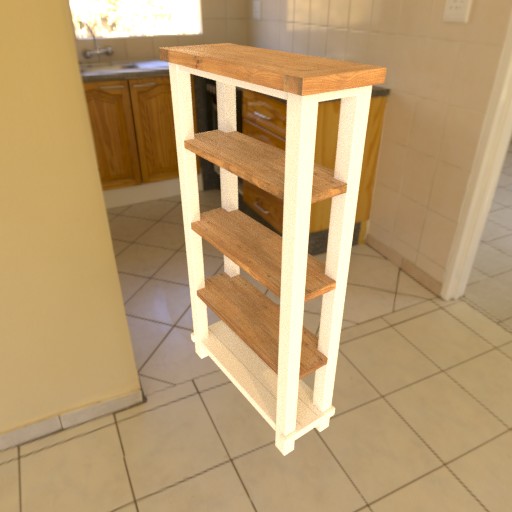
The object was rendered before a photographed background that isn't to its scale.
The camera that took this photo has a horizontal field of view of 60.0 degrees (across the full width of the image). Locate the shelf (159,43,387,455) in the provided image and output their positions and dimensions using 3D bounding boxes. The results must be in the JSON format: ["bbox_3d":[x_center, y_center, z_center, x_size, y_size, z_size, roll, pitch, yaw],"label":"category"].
[{"bbox_3d":[0.000,0.000,2.270,0.381,1.878,1.022,-20,36,-30],"label":"shelf"}]
